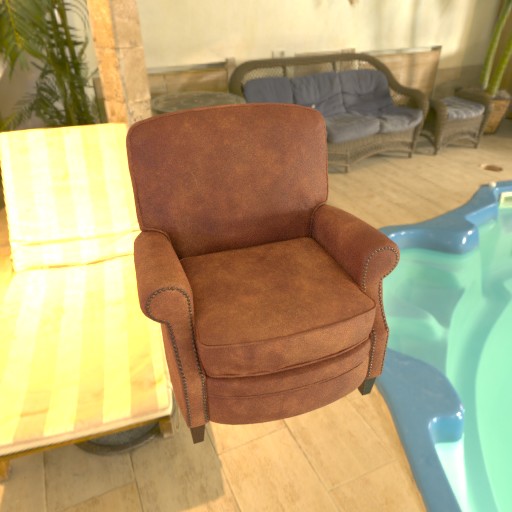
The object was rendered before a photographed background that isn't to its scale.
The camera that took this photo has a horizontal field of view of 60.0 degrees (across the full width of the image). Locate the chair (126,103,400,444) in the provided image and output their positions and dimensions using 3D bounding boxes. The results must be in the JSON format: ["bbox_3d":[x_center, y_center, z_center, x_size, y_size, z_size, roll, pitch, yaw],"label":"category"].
[{"bbox_3d":[0.000,0.000,1.742,0.936,1.018,0.986,-10,33,-16],"label":"chair"}]
